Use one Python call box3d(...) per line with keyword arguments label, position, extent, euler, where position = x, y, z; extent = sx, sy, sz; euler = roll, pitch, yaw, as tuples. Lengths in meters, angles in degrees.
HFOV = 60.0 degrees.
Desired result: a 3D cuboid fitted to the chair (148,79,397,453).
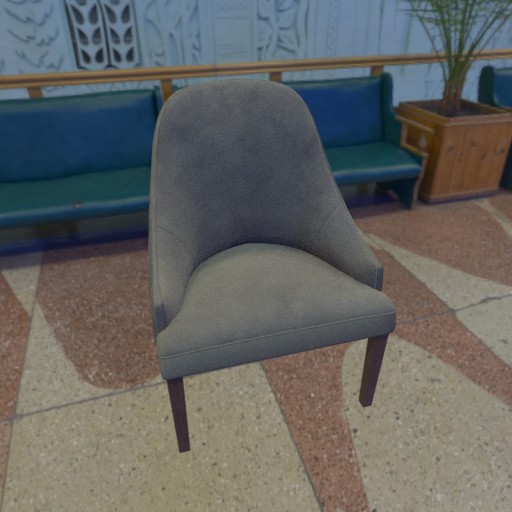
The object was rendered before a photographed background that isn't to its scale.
box3d(label="chair", position=(0.000, 0.000, 1.304), extent=(0.643, 0.889, 0.575), euler=(-9, 33, -13))
